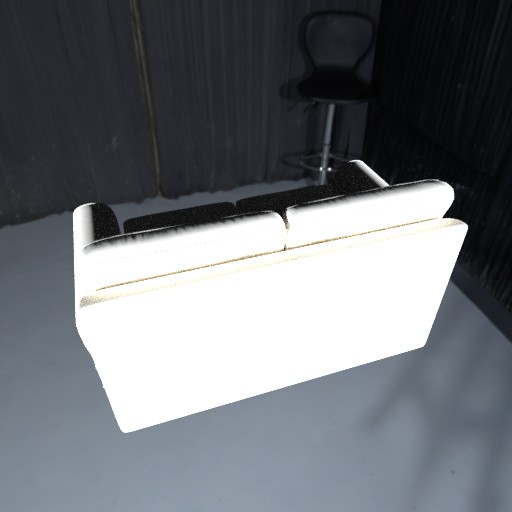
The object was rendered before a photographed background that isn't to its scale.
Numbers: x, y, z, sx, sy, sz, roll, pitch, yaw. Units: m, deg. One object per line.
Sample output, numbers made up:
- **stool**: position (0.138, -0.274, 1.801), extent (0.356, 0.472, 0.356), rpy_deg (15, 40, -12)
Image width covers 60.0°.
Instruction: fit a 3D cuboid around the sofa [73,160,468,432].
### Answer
- **sofa**: position (0.000, 0.000, 2.293), extent (1.727, 0.940, 0.991), rpy_deg (-12, 40, -14)
